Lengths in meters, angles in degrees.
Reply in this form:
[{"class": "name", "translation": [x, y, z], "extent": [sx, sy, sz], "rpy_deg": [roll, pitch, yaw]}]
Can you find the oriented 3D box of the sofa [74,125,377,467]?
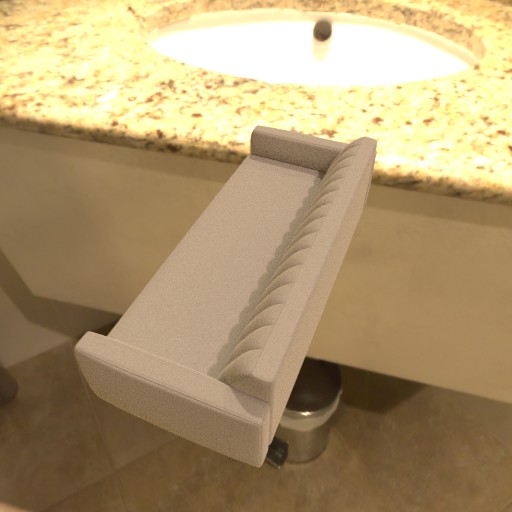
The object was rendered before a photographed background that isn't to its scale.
[{"class": "sofa", "translation": [0.000, 0.000, 2.813], "extent": [0.990, 0.821, 2.291], "rpy_deg": [17, 48, 16]}]
